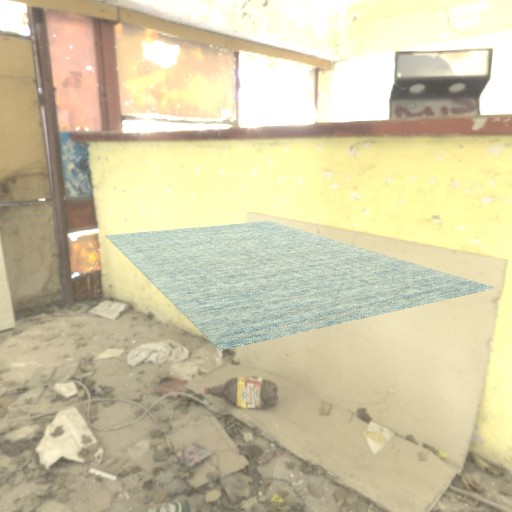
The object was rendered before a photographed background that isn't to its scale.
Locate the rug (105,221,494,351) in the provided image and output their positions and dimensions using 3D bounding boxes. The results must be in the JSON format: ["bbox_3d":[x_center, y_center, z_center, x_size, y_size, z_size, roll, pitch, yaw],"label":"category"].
[{"bbox_3d":[0.000,0.000,2.194,1.142,0.006,1.752,-7,16,-27],"label":"rug"}]
